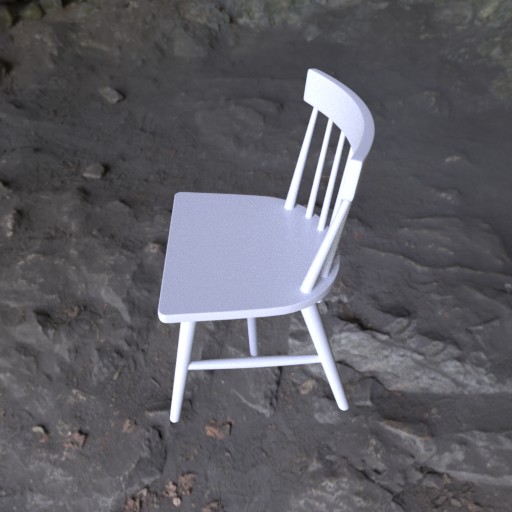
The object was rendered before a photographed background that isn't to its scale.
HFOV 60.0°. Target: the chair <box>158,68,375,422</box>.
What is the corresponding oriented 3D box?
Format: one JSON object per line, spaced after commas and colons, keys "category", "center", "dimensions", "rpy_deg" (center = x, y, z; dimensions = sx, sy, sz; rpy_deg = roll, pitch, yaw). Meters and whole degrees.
{"category": "chair", "center": [0.000, 0.000, 1.147], "dimensions": [0.500, 0.787, 0.483], "rpy_deg": [-2, 40, -3]}
